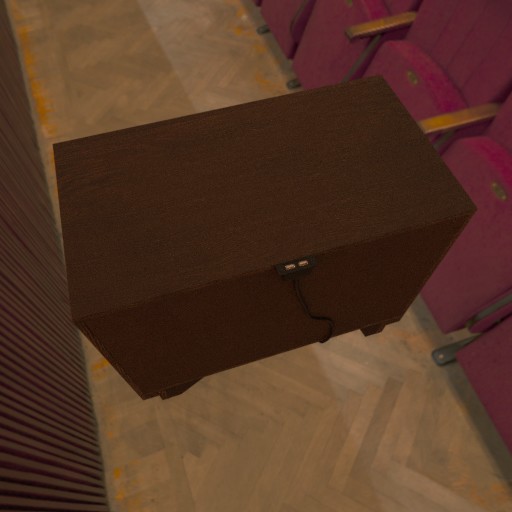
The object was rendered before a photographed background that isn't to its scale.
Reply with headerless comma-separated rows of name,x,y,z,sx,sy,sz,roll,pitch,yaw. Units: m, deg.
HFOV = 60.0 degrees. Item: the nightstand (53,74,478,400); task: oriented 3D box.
nightstand,0.000,0.000,1.160,0.775,0.612,0.457,-15,60,-9
